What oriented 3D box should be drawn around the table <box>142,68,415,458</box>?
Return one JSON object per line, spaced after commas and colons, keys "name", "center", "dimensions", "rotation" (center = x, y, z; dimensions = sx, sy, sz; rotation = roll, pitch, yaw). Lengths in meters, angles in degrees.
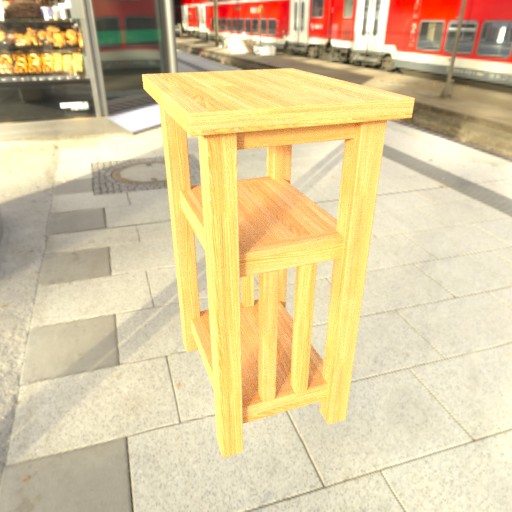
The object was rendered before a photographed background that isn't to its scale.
{"name": "table", "center": [0.000, 0.000, 0.754], "dimensions": [0.270, 0.550, 0.350], "rotation": [-10, 30, -18]}
